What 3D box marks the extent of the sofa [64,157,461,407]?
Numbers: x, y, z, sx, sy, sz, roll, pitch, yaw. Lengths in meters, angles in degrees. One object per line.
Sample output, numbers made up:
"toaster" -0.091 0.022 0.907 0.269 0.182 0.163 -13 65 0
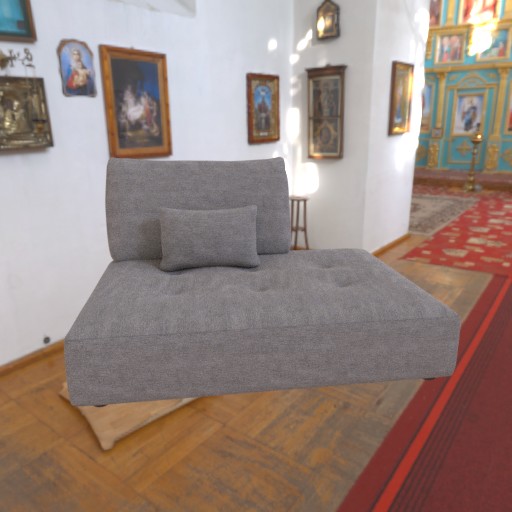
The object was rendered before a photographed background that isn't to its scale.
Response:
"sofa" 0.000 0.000 1.986 1.450 0.820 1.002 -2 16 -8
